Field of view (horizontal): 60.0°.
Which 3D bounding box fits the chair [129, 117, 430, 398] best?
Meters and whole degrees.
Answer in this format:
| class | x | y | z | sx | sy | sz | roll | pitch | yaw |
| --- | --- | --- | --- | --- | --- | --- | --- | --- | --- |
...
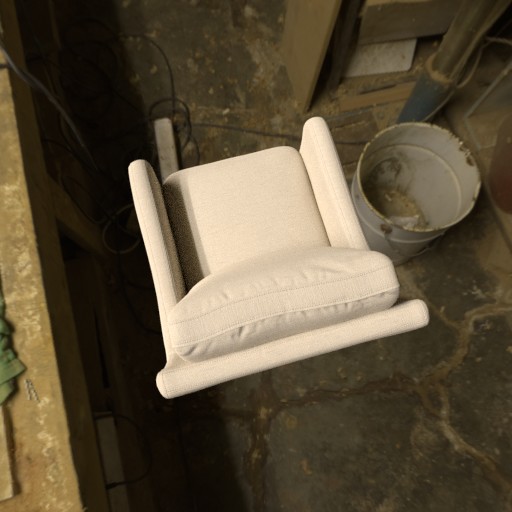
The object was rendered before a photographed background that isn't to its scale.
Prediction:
| class | x | y | z | sx | sy | sz | roll | pitch | yaw |
| --- | --- | --- | --- | --- | --- | --- | --- | --- | --- |
| chair | 0.000 | 0.000 | 1.378 | 0.626 | 0.914 | 0.694 | -15 | 75 | -4 |
